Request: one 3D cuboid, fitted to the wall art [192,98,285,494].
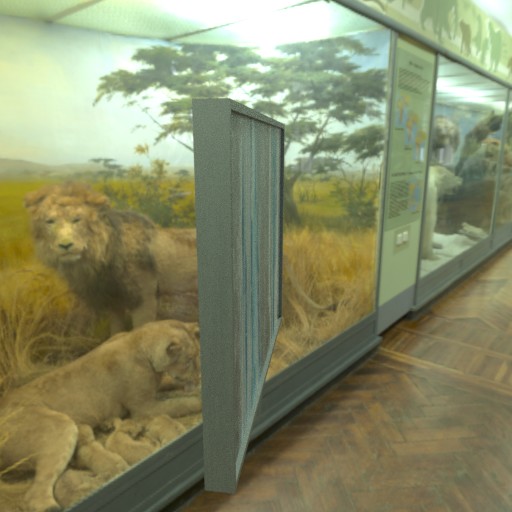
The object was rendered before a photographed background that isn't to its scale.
[{"bbox_3d":[0.000,0.000,0.748,0.037,0.450,0.557,2,14,9],"label":"wall art"}]
